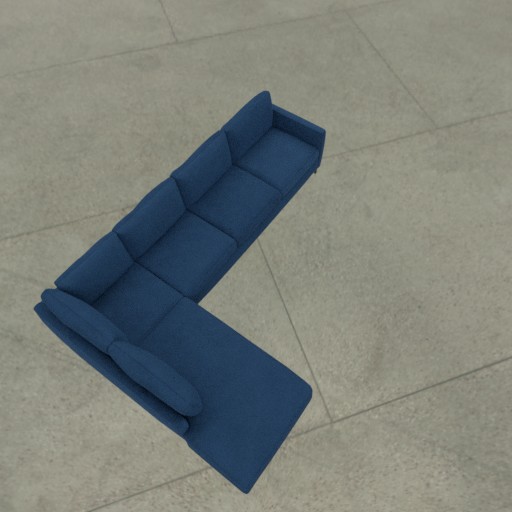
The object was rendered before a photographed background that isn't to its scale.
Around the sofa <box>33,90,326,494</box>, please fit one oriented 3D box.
[{"bbox_3d":[0.000,0.000,3.743,2.007,0.815,2.949,32,64,18],"label":"sofa"}]
